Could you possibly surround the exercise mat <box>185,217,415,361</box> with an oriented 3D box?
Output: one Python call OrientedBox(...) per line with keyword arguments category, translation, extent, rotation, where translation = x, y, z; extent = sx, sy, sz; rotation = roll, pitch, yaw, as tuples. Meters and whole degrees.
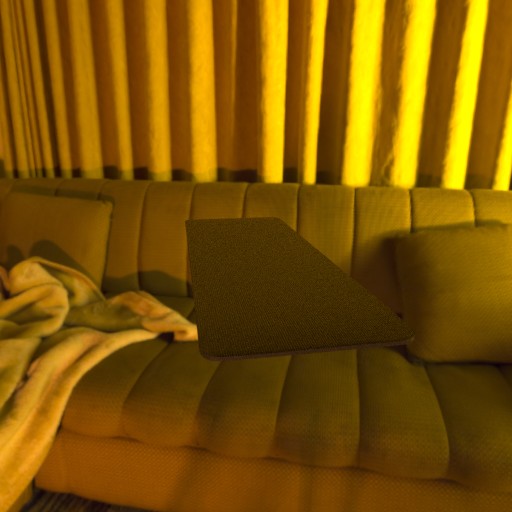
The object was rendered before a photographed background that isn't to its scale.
OrientedBox(category="exercise mat", translation=(0.000, 0.000, 2.060), extent=(0.616, 0.021, 1.869), rotation=(-3, 16, -10))
